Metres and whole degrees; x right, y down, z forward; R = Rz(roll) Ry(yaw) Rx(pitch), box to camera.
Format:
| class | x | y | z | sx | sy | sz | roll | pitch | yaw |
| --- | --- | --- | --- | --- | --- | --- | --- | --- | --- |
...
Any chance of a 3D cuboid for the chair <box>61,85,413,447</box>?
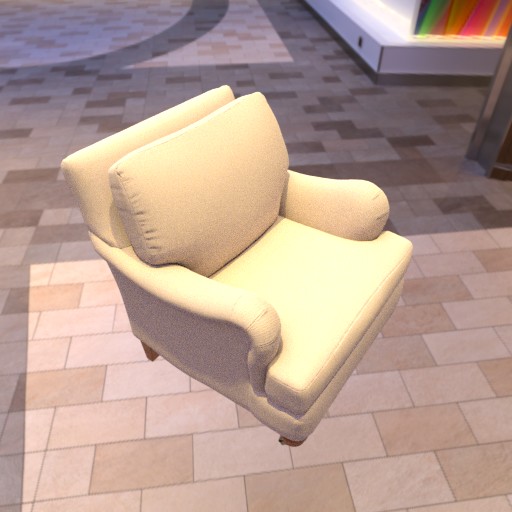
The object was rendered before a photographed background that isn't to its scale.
| class | x | y | z | sx | sy | sz | roll | pitch | yaw |
| --- | --- | --- | --- | --- | --- | --- | --- | --- | --- |
| chair | 0.000 | 0.000 | 1.853 | 1.070 | 1.038 | 0.955 | 26 | 47 | 27 |
